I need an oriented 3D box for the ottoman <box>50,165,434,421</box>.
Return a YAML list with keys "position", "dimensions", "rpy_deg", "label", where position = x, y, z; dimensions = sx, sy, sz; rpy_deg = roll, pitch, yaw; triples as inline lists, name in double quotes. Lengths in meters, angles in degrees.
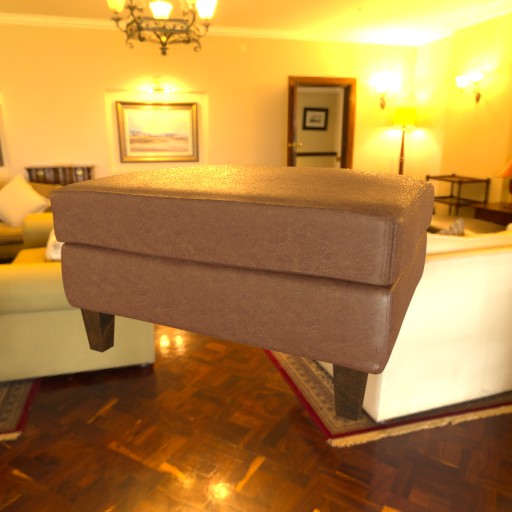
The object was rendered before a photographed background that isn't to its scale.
- position: [0.000, 0.000, 1.224]
  dimensions: [0.851, 0.485, 0.650]
  rpy_deg: [7, 17, 25]
  label: "ottoman"
